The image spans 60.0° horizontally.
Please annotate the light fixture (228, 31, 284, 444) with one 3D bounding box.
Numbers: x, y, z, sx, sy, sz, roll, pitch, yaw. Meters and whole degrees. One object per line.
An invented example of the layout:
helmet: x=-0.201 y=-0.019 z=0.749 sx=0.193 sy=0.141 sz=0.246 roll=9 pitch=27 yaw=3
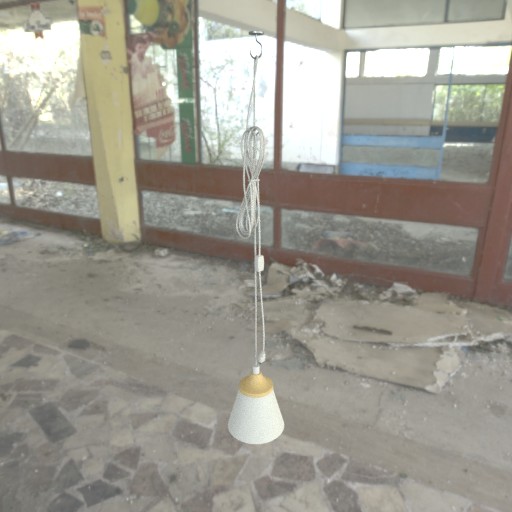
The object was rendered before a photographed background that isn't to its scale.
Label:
light fixture: x=0.000 y=0.000 z=1.060 sx=0.153 sy=0.966 sz=0.153 roll=-9 pitch=20 yaw=-25
